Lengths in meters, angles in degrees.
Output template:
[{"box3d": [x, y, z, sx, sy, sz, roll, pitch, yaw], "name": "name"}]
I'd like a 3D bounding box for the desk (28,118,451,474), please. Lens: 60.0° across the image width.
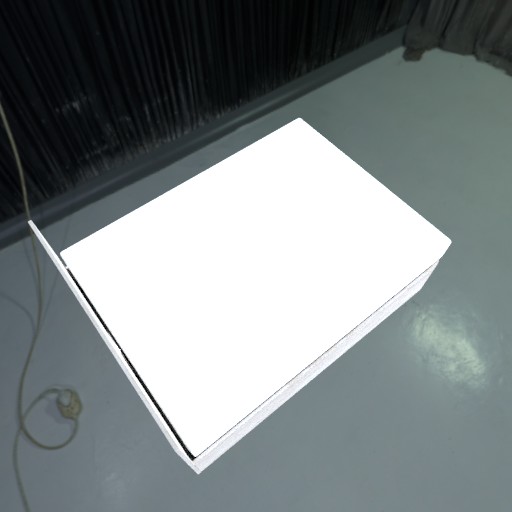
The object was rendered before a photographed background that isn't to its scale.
[{"box3d": [0.000, 0.000, 2.651, 1.900, 0.800, 1.400, -34, 64, -19], "name": "desk"}]
